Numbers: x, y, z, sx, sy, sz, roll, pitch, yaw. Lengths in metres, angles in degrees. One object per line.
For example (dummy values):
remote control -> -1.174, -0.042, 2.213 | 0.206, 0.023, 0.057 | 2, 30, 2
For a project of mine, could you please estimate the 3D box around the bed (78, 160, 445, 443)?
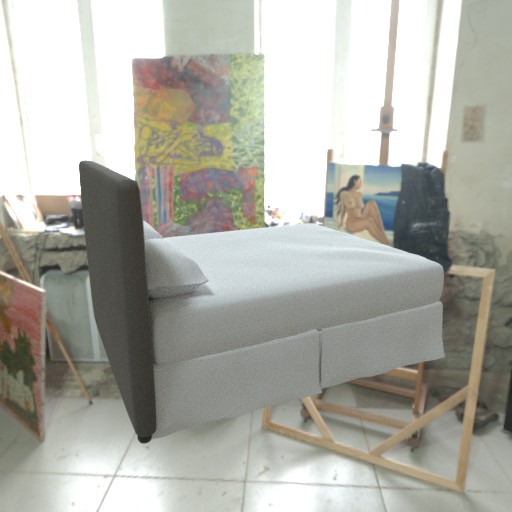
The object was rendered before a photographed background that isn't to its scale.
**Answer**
bed -> 0.000, 0.000, 3.166 | 2.142, 1.330, 1.723 | -8, 17, -25
